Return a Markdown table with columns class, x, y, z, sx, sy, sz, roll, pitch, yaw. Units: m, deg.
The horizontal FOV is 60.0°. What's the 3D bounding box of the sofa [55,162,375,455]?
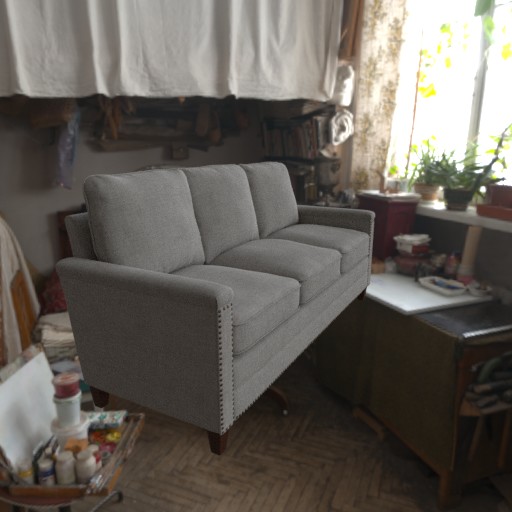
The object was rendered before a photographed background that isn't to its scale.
| class | x | y | z | sx | sy | sz | roll | pitch | yaw |
| --- | --- | --- | --- | --- | --- | --- | --- | --- | --- |
| sofa | 0.000 | 0.000 | 2.412 | 0.828 | 0.959 | 1.925 | 8 | 17 | 28 |
